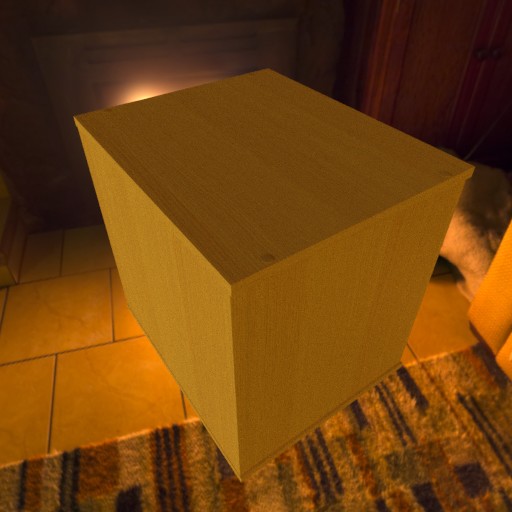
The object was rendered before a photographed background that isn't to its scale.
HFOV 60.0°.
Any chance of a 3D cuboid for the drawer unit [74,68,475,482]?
[{"bbox_3d":[0.000,0.000,0.601,0.290,0.344,0.349,-25,47,-26],"label":"drawer unit"}]
